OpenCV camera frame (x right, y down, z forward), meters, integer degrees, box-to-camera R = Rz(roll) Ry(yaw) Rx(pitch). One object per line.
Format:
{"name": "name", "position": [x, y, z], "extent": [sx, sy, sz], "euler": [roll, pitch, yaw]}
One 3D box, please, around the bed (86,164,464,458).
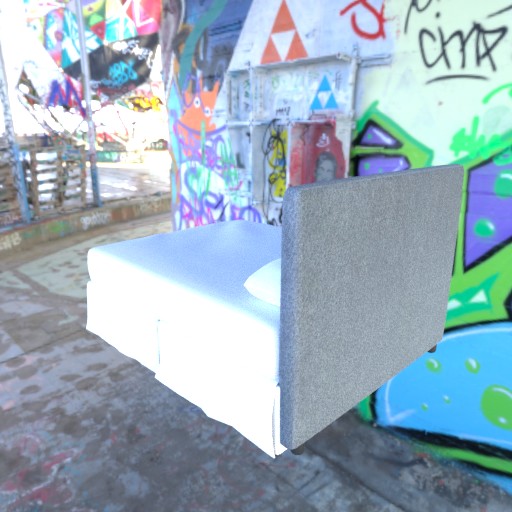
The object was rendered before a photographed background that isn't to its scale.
{"name": "bed", "position": [0.000, 0.000, 3.170], "extent": [1.723, 1.330, 2.142], "euler": [-15, 22, -42]}
